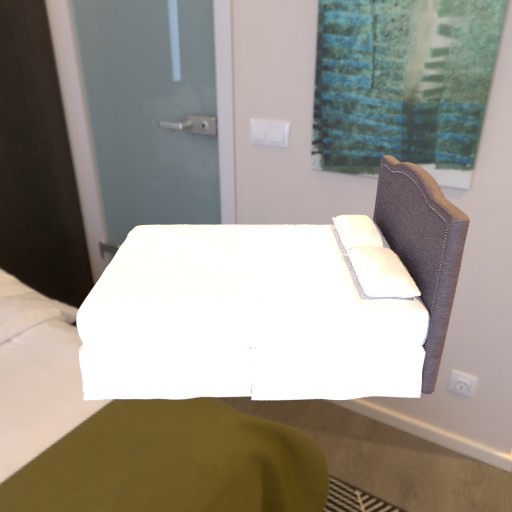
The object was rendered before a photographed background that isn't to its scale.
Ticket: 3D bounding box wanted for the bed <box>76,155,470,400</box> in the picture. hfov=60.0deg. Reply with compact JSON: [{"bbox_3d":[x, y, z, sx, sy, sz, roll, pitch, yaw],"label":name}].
[{"bbox_3d":[0.000,0.000,3.585,2.507,1.441,1.741,0,25,0],"label":"bed"}]
